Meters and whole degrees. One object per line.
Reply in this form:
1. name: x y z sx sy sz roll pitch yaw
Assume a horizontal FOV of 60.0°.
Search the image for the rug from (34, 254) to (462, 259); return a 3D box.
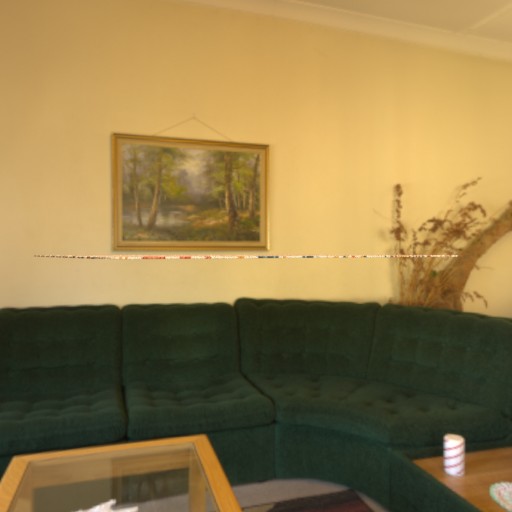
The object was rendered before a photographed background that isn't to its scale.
1. rug: 0.000 0.000 3.083 2.584 0.010 1.523 0 0 -34
